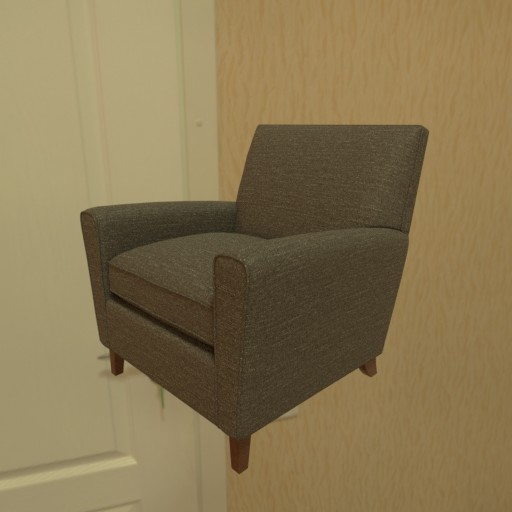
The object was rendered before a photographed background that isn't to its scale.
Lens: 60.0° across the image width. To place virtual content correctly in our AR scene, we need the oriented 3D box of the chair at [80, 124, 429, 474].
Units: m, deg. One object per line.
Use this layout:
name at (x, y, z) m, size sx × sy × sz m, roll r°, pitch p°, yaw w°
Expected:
chair at (0.000, 0.000, 1.560) m, size 0.875 × 0.885 × 0.838 m, roll -16°, pitch 23°, yaw -42°
